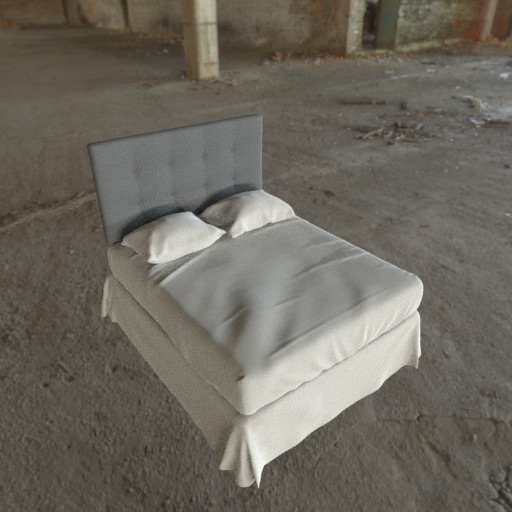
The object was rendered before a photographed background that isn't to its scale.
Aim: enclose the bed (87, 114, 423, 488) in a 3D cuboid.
[{"bbox_3d":[0.000,0.000,3.426,1.936,1.577,2.222,-21,37,-32],"label":"bed"}]
